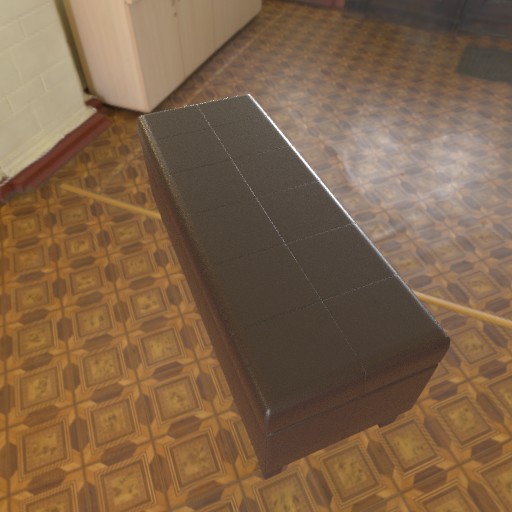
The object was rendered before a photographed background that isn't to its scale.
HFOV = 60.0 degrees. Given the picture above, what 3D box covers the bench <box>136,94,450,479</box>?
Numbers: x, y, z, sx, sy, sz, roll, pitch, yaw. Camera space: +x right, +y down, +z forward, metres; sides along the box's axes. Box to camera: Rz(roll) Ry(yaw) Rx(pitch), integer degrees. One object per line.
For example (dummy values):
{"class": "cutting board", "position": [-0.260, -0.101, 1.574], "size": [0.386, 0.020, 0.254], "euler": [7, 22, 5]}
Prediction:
{"class": "bench", "position": [0.000, 0.000, 1.333], "size": [0.429, 0.457, 1.092], "euler": [-17, 50, -15]}
